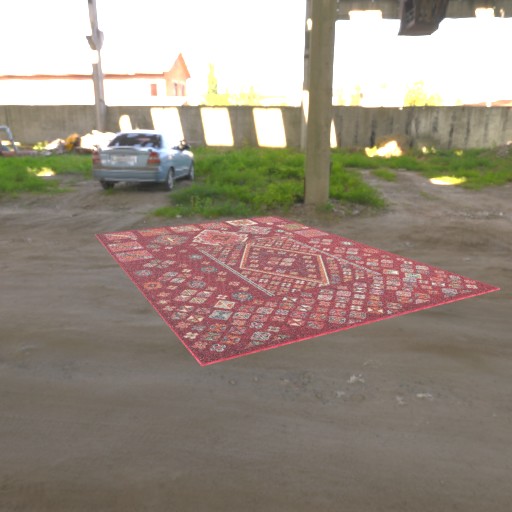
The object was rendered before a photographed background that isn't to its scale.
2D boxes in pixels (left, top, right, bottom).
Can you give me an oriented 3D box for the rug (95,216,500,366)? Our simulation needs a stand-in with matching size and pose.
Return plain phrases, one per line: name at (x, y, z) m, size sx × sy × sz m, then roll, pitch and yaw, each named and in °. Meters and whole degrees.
rug at (0.000, 0.000, 4.182) m, size 2.389 × 0.011 × 3.306 m, roll -8°, pitch 18°, yaw -27°
